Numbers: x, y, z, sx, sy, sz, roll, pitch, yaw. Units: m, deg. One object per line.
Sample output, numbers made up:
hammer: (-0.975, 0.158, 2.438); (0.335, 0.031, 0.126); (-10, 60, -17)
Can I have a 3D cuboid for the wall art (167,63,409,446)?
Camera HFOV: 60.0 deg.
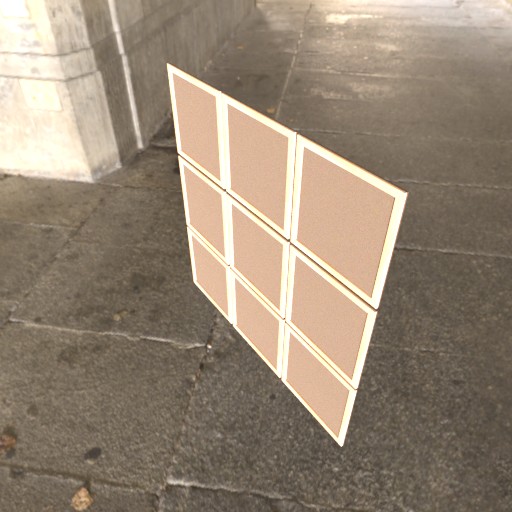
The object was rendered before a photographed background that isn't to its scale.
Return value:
wall art: (0.000, 0.000, 1.814); (0.013, 1.218, 1.216); (-25, 46, -27)
